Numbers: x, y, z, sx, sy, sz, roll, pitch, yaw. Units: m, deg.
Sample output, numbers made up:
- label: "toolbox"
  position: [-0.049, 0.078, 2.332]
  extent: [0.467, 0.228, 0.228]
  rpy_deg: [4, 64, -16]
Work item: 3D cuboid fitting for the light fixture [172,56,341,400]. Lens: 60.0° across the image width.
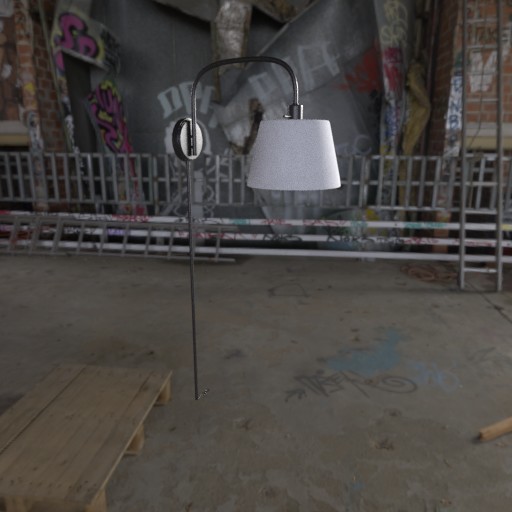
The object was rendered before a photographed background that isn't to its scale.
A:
- label: "light fixture"
  position: [0.000, 0.000, 0.479]
  extent: [0.176, 0.399, 0.092]
  rpy_deg: [7, 16, 26]
